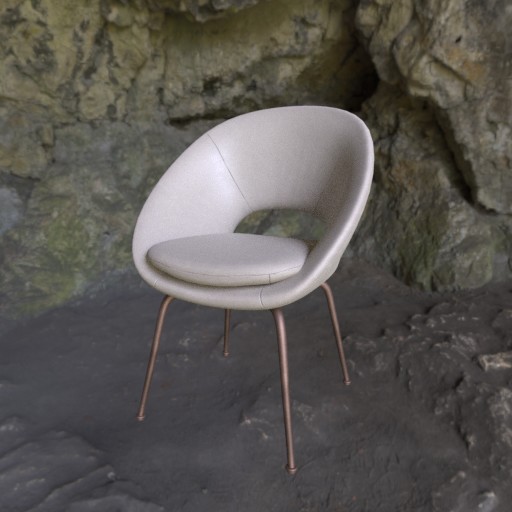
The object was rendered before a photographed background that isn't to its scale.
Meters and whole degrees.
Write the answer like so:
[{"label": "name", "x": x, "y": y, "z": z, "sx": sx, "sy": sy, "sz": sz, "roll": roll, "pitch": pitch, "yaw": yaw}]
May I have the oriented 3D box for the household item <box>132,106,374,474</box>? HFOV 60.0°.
[{"label": "household item", "x": 0.000, "y": 0.000, "z": 1.253, "sx": 0.623, "sy": 0.852, "sz": 0.573, "roll": 7, "pitch": 14, "yaw": 27}]
